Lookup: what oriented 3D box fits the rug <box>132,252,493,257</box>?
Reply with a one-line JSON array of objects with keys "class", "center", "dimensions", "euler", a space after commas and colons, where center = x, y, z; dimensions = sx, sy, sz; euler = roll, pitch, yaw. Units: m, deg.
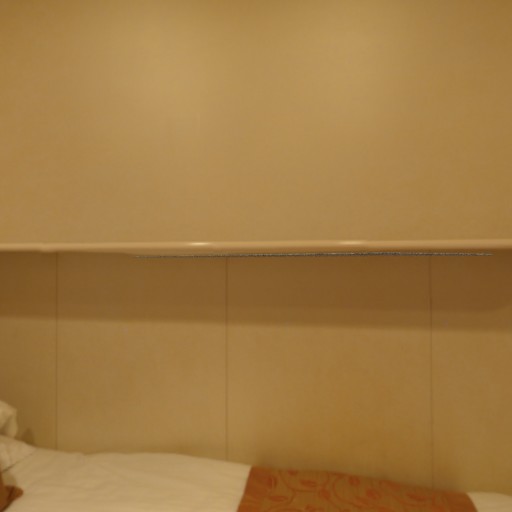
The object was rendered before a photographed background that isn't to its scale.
[{"class": "rug", "center": [0.000, 0.000, 2.637], "dimensions": [0.688, 0.008, 2.443], "euler": [0, -1, -34]}]
